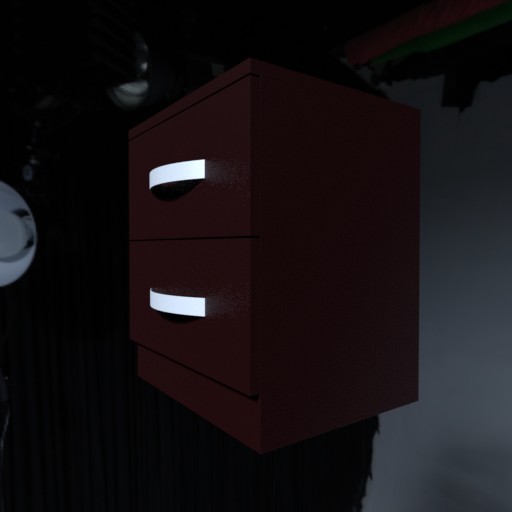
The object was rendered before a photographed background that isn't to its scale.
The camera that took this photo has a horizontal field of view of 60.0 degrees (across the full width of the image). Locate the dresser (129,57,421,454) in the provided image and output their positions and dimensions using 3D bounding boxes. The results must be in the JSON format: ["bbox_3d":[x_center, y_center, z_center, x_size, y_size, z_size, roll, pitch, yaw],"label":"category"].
[{"bbox_3d":[0.000,0.000,0.769,0.360,0.470,0.400,-1,1,-36],"label":"dresser"}]
